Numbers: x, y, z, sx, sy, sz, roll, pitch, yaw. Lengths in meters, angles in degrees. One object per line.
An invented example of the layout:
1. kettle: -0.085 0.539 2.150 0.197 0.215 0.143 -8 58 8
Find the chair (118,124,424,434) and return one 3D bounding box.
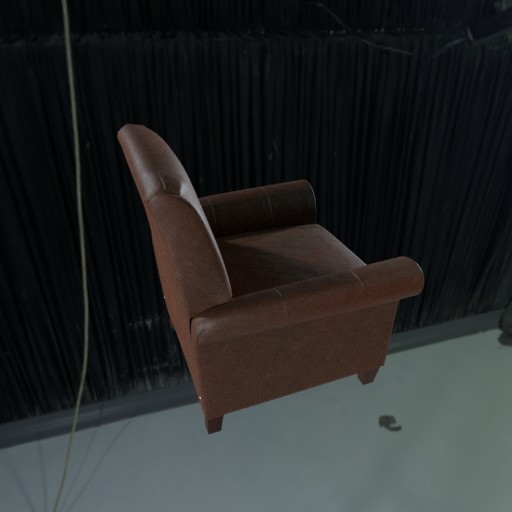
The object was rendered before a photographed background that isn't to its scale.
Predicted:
1. chair: 0.000 0.000 1.819 0.902 1.061 0.978 -11 32 -18
